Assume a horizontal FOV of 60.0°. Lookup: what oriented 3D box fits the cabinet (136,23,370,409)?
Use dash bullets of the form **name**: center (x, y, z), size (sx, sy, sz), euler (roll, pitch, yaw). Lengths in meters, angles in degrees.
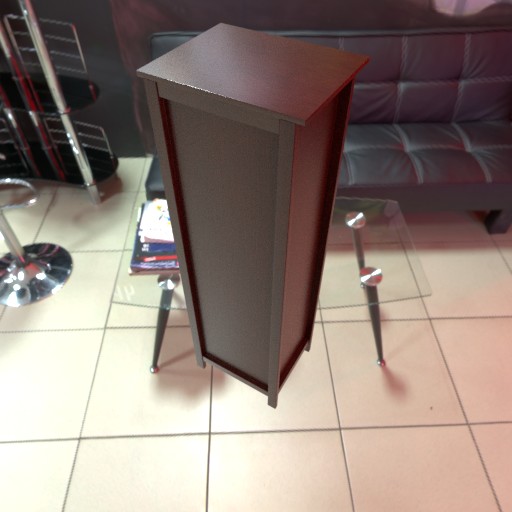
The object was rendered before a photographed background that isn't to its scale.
- **cabinet**: center (0.000, 0.000, 1.750), size (0.500, 1.518, 0.401), euler (23, 51, 21)
